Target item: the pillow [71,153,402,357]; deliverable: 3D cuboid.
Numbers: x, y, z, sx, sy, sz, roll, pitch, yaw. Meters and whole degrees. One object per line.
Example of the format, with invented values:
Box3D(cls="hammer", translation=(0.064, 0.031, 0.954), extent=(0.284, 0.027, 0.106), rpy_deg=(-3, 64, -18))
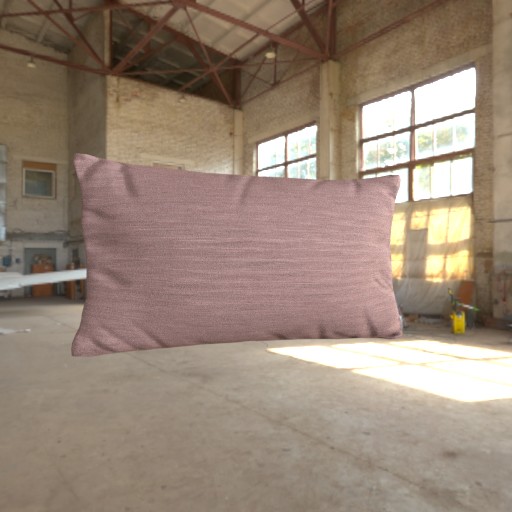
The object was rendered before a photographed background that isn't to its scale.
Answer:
Box3D(cls="pillow", translation=(0.000, 0.000, 0.817), extent=(0.633, 0.338, 0.210), rpy_deg=(0, -1, -17))
